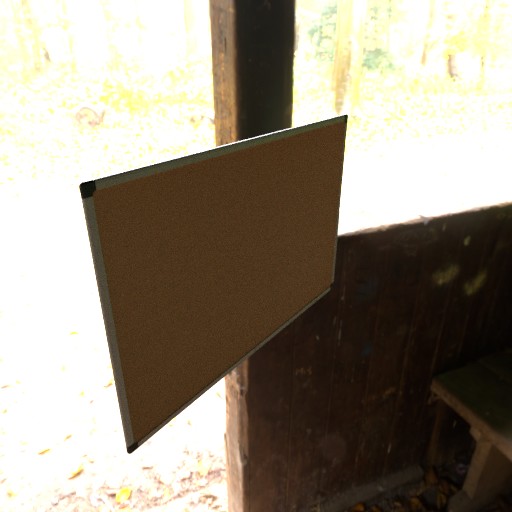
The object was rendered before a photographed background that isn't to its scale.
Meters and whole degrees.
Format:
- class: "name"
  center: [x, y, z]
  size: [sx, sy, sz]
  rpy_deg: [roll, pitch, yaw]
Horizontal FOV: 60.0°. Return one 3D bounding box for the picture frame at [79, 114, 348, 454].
- class: "picture frame"
  center: [0.000, 0.000, 1.137]
  size: [0.010, 0.600, 0.900]
  rpy_deg: [19, 32, 33]
